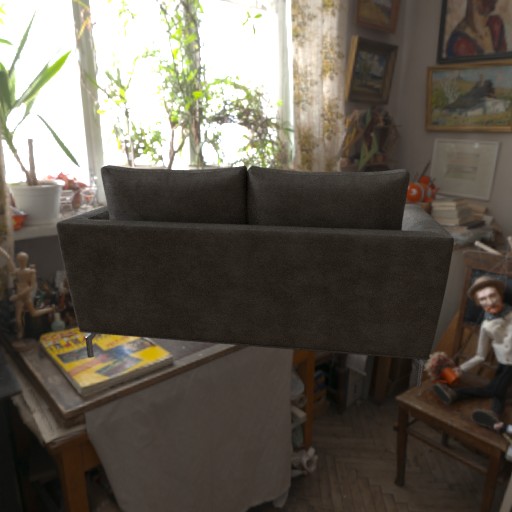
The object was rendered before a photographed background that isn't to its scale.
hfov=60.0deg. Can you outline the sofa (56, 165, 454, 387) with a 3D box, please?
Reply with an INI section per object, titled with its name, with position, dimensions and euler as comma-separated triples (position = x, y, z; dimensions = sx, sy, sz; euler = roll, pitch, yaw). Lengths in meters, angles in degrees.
[sofa]
position = 0.000, 0.000, 2.444
dimensions = 1.832, 1.013, 0.855
euler = 3, 16, 9
